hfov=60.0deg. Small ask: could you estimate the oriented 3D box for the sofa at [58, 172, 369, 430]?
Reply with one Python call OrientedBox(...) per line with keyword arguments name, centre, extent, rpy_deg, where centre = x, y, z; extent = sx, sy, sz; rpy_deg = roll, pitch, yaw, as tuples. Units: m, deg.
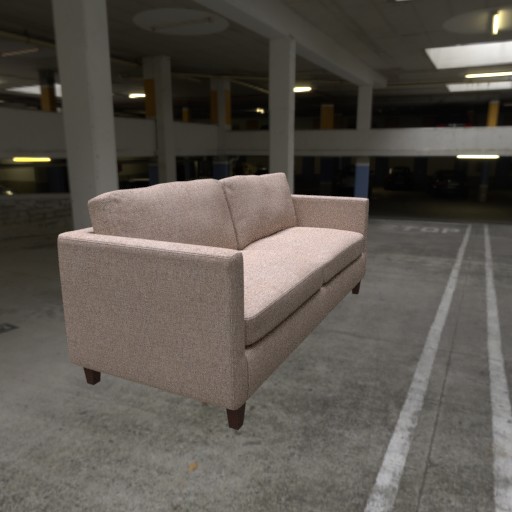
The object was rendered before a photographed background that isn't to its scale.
OrientedBox(name="sofa", centre=(0.000, 0.000, 2.792), extent=(0.951, 0.965, 2.208), rpy_deg=(7, 15, 26))
